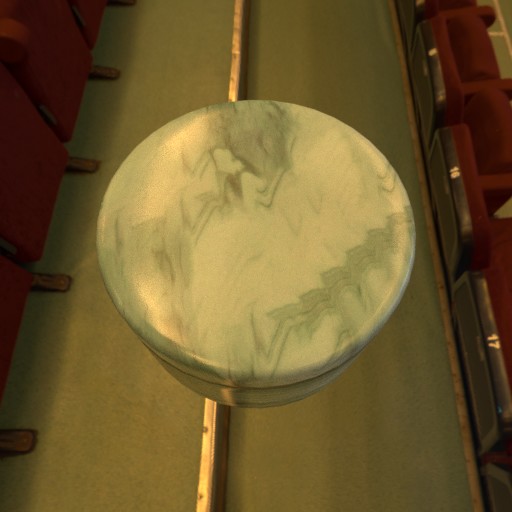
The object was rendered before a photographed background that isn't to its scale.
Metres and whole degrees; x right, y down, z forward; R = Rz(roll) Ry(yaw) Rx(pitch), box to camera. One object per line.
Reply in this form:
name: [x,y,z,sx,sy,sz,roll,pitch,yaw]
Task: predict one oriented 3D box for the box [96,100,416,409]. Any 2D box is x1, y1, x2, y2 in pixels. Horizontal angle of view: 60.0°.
box: [0.000,0.000,0.165,0.101,0.063,0.101,0,63,0]
